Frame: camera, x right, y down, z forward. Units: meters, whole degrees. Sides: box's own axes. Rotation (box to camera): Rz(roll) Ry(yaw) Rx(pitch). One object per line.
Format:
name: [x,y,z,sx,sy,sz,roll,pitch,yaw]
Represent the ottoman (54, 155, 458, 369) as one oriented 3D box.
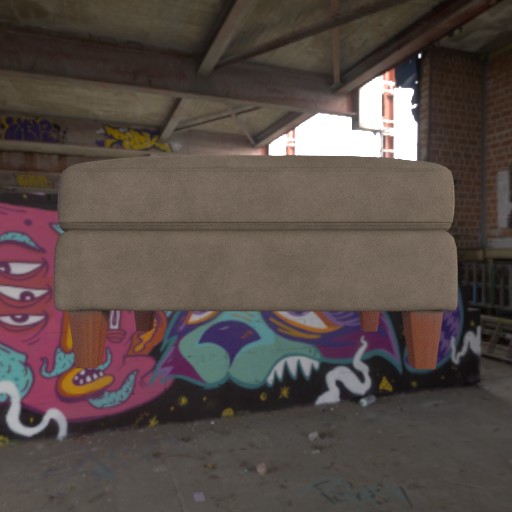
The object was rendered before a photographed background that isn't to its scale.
ottoman: [0.000,0.000,1.202,0.864,0.483,0.584,0,0,0]
